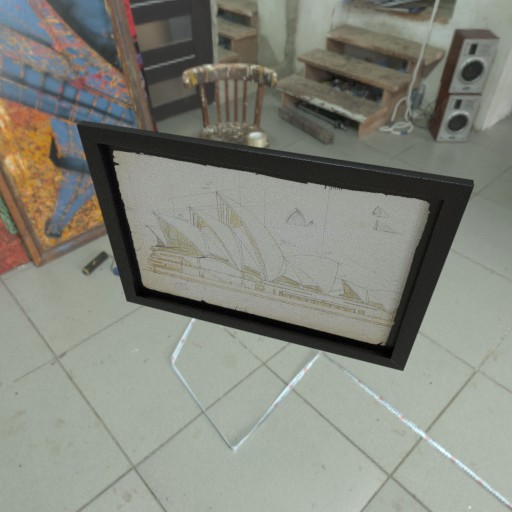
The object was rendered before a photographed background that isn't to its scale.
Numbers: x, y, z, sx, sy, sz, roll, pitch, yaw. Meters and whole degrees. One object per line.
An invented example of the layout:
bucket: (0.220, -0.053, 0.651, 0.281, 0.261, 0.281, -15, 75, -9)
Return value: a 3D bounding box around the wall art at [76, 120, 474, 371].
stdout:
wall art: (0.000, 0.000, 0.578, 0.440, 0.306, 0.013, 12, 43, 13)
